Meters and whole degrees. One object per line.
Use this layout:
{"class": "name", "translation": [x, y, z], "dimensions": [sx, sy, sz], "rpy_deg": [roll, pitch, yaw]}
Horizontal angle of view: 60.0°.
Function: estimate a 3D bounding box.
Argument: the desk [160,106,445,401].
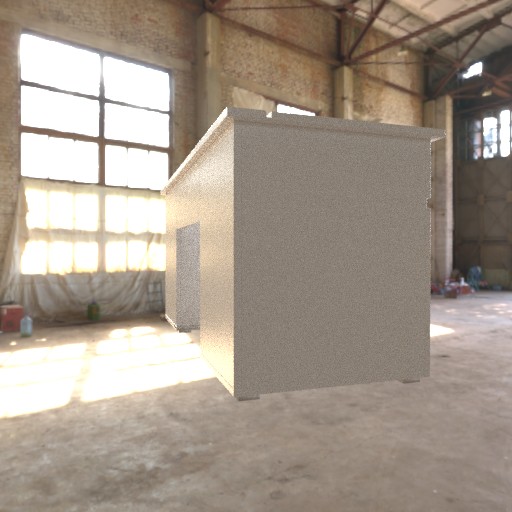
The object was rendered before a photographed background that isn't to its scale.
{"class": "desk", "translation": [0.000, 0.000, 1.969], "dimensions": [0.670, 0.760, 1.580], "rpy_deg": [0, 0, -18]}
